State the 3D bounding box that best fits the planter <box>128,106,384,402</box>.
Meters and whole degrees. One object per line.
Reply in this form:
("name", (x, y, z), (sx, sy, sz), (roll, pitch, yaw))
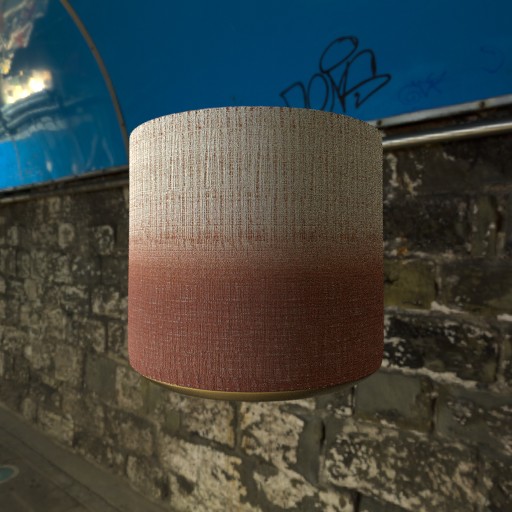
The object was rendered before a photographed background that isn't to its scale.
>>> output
("planter", (0.000, 0.000, 0.397), (0.221, 0.201, 0.221), (0, 1, 0))
